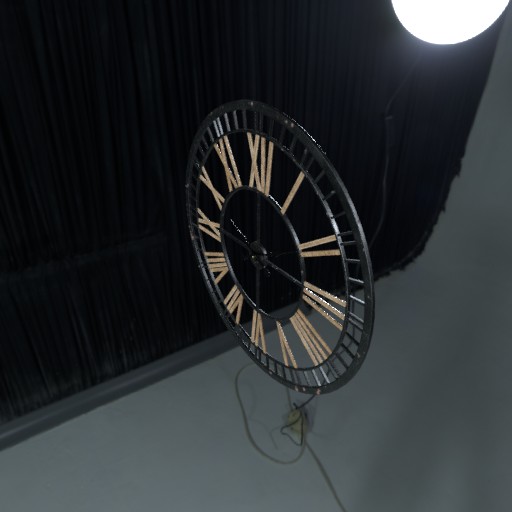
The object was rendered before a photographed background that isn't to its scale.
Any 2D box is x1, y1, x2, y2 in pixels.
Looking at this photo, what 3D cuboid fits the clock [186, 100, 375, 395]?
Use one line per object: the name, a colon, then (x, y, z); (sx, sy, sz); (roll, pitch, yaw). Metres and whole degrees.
clock: (0.000, 0.000, 1.265); (0.025, 0.843, 0.843); (-20, 36, -31)
